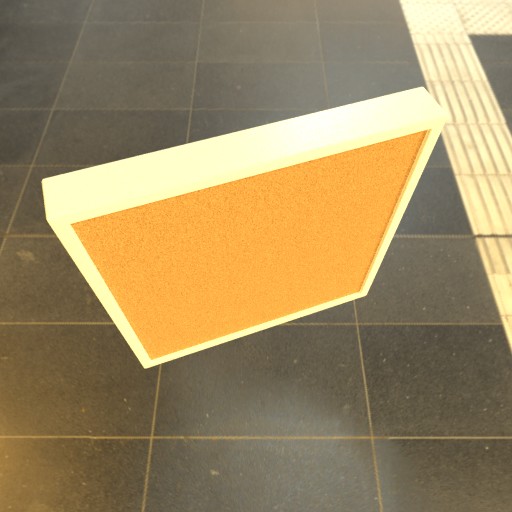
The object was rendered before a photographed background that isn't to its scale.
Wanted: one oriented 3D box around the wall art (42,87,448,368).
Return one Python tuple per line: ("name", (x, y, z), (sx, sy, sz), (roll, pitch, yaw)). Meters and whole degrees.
("wall art", (0.000, 0.000, 0.455), (0.305, 0.305, 0.038), (-17, 59, -10))
